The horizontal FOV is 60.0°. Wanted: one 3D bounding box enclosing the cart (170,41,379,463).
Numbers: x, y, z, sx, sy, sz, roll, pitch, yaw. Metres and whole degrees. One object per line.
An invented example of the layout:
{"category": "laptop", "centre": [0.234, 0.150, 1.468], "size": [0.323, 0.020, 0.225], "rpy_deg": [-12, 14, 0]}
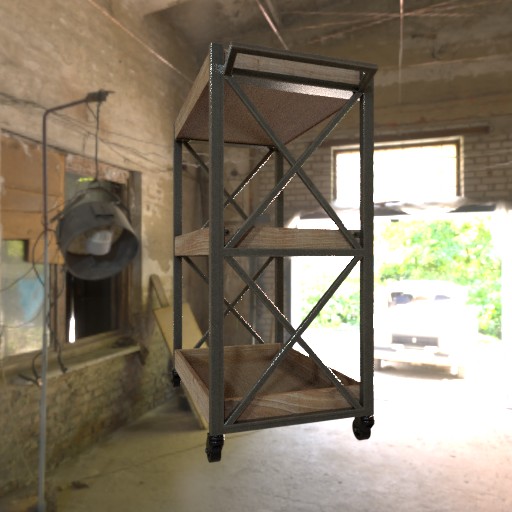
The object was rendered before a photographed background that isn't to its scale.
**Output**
{"category": "cart", "centre": [0.000, 0.000, 1.188], "size": [0.377, 0.835, 0.673], "rpy_deg": [0, 0, -18]}
